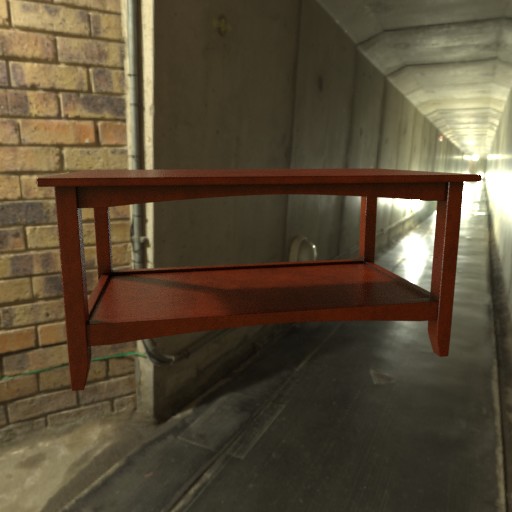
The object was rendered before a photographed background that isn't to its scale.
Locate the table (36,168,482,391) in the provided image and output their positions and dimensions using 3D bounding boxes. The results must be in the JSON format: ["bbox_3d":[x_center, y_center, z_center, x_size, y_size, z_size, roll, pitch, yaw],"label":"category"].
[{"bbox_3d":[0.000,0.000,1.221,0.943,0.456,0.533,-2,13,-11],"label":"table"}]
